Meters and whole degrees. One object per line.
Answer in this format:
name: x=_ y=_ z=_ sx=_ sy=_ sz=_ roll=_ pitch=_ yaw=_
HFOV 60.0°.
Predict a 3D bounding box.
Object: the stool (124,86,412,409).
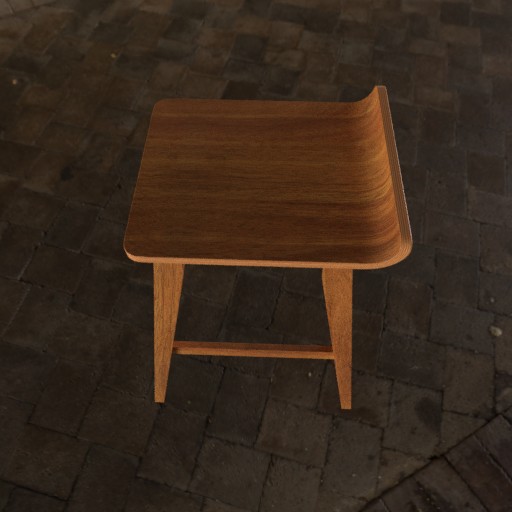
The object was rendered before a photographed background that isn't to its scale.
stool: x=0.000 y=0.000 z=0.979 sx=0.500 sy=0.650 sz=0.500 roll=2 pitch=59 yaw=1
